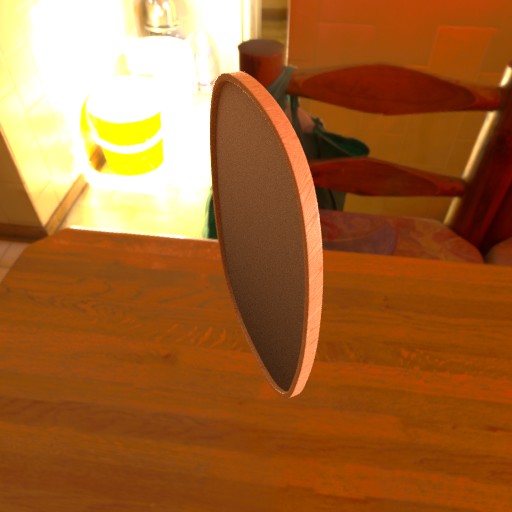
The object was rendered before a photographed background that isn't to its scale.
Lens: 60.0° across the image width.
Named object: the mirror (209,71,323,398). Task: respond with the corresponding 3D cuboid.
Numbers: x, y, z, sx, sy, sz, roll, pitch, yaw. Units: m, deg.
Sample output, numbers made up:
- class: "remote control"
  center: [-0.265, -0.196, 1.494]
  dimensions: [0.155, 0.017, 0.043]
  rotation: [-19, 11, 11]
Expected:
- class: "mirror"
  center: [0.000, 0.000, 1.377]
  dimensions: [0.037, 1.075, 0.724]
  rotation: [-17, 48, -16]
